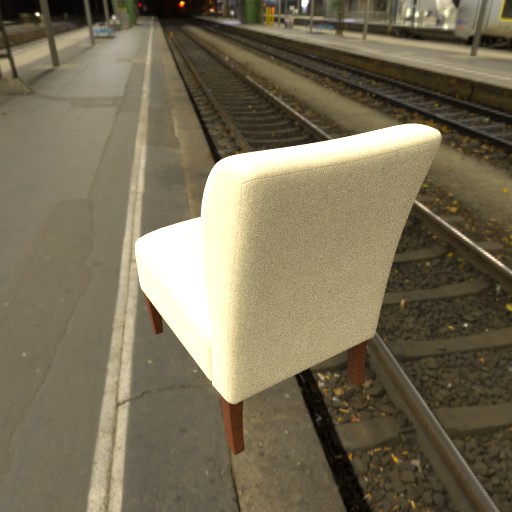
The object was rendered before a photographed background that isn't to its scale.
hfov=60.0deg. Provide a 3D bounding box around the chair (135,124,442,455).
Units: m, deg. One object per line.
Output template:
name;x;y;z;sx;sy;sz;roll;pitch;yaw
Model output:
chair;0.000;0.000;1.315;0.521;0.833;0.754;-17;34;-28
